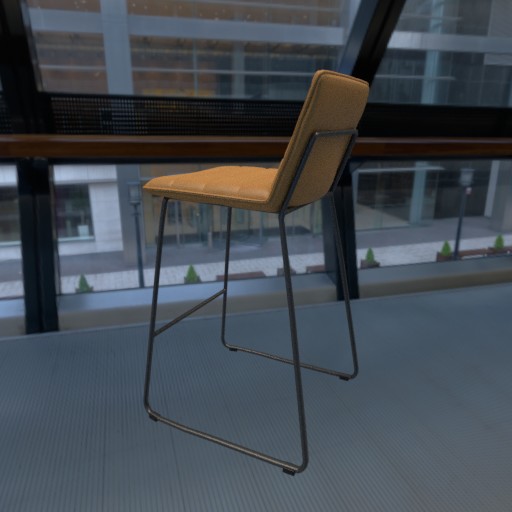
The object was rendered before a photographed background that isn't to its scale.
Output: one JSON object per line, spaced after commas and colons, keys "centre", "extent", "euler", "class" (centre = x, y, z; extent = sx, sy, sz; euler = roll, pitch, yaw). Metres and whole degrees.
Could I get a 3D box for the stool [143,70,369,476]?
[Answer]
{"centre": [0.000, 0.000, 1.260], "extent": [0.524, 0.936, 0.489], "euler": [9, 19, 26], "class": "stool"}
